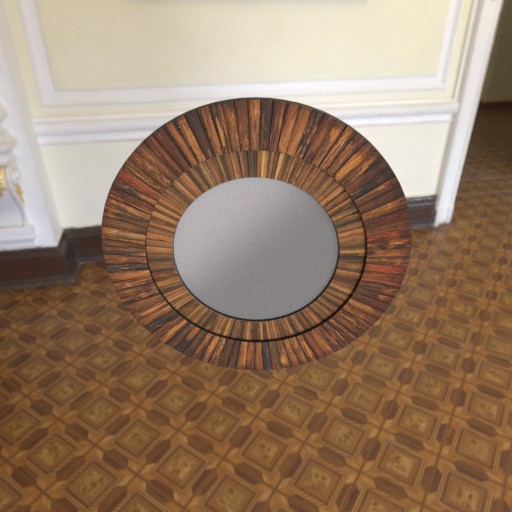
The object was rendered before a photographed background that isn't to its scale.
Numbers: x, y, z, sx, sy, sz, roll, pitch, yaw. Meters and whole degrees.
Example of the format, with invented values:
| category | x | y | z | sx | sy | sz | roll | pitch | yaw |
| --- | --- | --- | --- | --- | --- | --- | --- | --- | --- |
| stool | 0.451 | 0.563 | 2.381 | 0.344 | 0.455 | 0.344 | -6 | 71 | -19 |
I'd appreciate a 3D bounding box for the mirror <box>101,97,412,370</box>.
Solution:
| category | x | y | z | sx | sy | sz | roll | pitch | yaw |
| --- | --- | --- | --- | --- | --- | --- | --- | --- | --- |
| mirror | 0.000 | 0.000 | 1.576 | 1.077 | 1.077 | 0.036 | 0 | 31 | 1 |
